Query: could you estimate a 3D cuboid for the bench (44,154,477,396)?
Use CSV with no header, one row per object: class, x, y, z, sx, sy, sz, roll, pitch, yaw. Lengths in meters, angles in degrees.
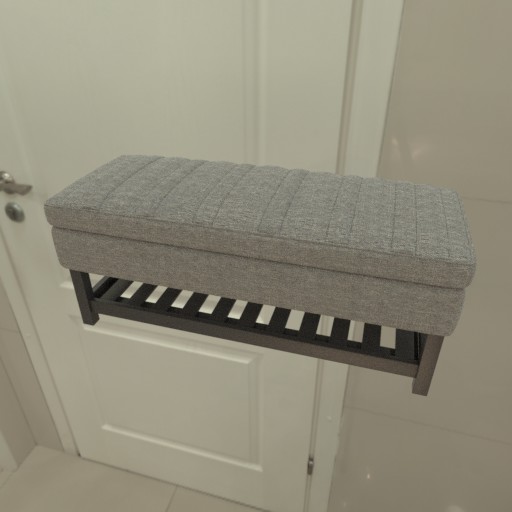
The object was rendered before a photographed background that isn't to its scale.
bench,0.000,0.000,1.317,1.100,0.470,0.429,9,33,14
